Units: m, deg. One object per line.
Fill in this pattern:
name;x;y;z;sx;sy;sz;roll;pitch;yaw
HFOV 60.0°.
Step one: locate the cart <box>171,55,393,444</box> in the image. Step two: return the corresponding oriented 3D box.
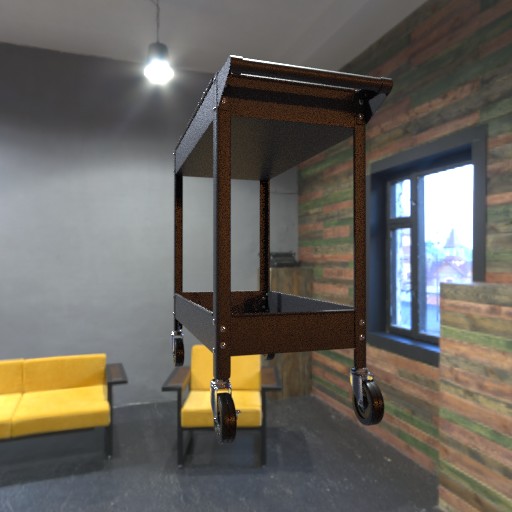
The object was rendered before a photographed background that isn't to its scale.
cart;0.000;0.000;1.192;0.366;0.719;0.779;0;-1;-18
